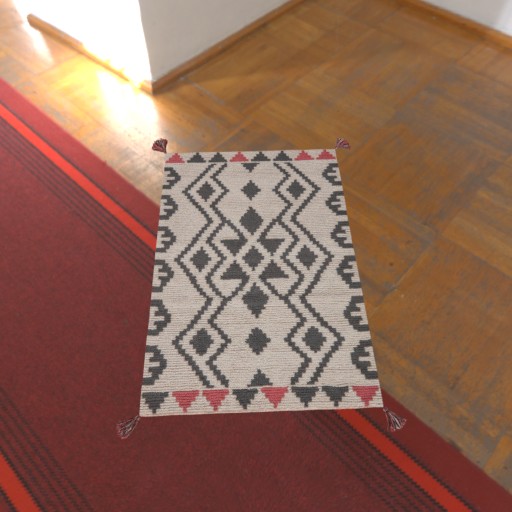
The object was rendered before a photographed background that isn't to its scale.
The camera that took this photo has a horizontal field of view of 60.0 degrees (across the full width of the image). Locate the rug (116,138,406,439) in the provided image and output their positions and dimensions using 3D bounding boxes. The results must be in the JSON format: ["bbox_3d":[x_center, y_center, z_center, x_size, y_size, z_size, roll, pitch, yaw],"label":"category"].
[{"bbox_3d":[0.000,0.000,2.686,1.444,0.067,2.069,-2,57,-1],"label":"rug"}]
